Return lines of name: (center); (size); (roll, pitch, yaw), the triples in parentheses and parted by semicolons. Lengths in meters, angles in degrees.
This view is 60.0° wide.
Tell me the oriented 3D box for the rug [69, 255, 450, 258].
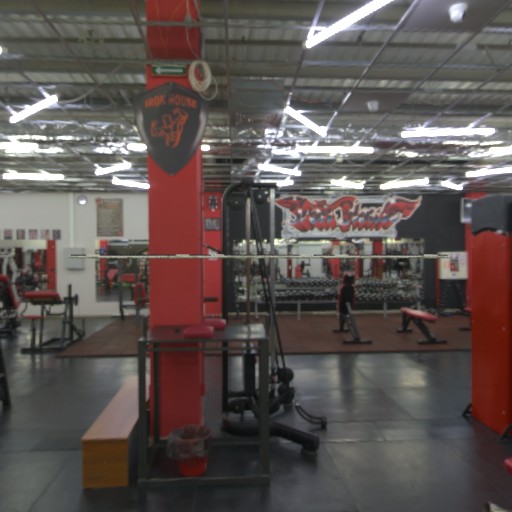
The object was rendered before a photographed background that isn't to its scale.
rug: (0.000, 0.000, 2.942); (1.555, 0.016, 2.286); (0, 0, -1)
